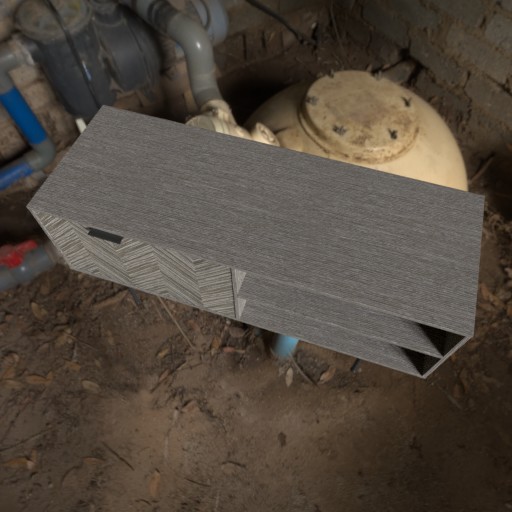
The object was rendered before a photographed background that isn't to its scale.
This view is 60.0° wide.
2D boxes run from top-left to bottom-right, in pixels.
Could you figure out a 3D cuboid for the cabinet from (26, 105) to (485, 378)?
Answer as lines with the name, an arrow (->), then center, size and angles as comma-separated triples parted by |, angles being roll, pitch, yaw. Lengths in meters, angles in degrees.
cabinet -> 0.000, 0.000, 1.586 | 1.300, 0.599, 0.500 | 16, 60, 9
